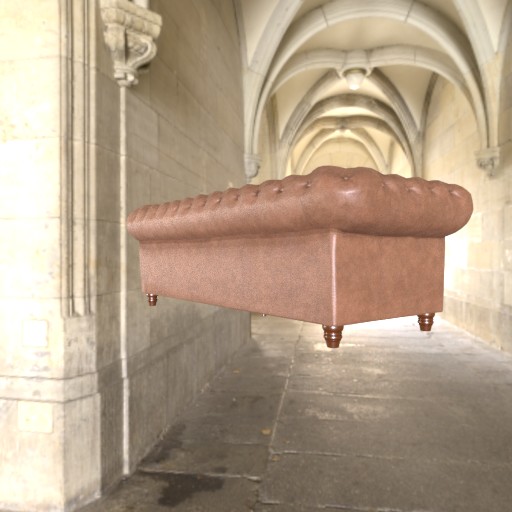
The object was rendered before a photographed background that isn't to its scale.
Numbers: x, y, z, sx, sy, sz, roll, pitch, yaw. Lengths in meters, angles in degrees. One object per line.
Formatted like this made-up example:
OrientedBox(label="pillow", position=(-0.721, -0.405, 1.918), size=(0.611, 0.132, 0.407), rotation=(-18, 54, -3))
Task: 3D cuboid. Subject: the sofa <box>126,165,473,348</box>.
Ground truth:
OrientedBox(label="sofa", position=(0.000, 0.000, 2.852), size=(0.944, 0.783, 2.385), rotation=(0, 0, -36))
